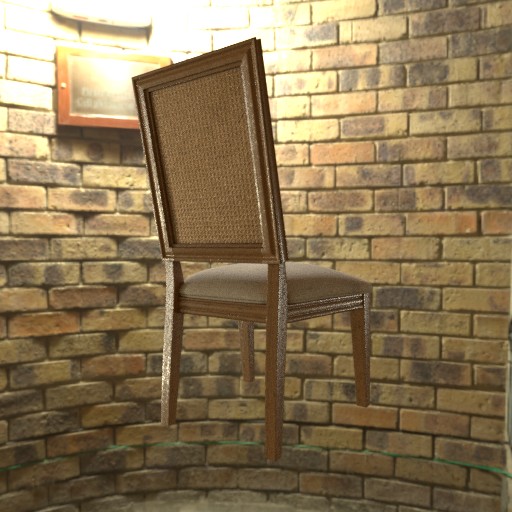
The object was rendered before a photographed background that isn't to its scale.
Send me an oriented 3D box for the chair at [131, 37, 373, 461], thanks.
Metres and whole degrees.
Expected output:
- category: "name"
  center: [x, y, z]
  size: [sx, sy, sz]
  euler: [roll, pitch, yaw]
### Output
- category: "chair"
  center: [0.000, 0.000, 1.348]
  size: [0.536, 0.988, 0.601]
  euler: [1, 2, 35]
